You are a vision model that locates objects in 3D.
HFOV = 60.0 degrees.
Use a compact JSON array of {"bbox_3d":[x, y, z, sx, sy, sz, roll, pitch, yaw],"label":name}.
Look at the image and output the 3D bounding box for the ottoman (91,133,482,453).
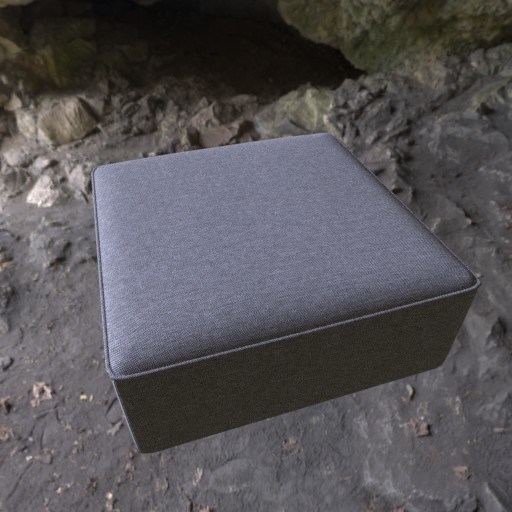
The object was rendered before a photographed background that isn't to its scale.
[{"bbox_3d":[0.000,0.000,1.557,1.005,0.455,1.005,-12,42,-13],"label":"ottoman"}]
